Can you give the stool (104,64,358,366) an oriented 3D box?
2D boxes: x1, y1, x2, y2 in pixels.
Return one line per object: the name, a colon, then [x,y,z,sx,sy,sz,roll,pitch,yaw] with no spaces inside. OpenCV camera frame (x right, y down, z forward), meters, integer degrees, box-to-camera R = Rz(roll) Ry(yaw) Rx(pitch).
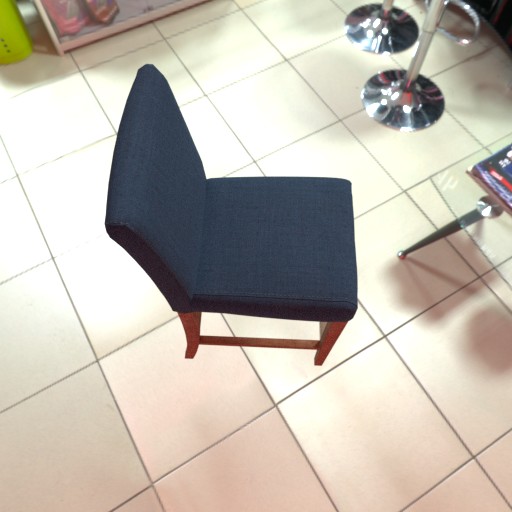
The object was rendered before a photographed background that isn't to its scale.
stool: [0.000,0.000,1.380,0.574,1.088,0.454,2,64,1]
